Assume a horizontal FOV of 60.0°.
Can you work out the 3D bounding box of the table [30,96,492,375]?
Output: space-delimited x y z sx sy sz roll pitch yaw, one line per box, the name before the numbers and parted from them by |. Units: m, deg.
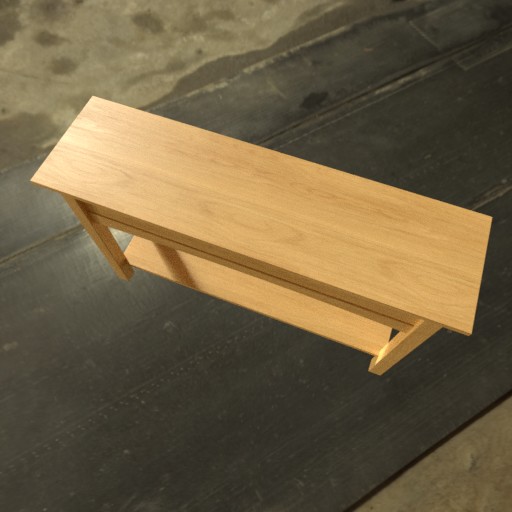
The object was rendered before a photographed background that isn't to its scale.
table | 0.000 0.000 1.555 1.240 0.730 0.350 19 66 9
